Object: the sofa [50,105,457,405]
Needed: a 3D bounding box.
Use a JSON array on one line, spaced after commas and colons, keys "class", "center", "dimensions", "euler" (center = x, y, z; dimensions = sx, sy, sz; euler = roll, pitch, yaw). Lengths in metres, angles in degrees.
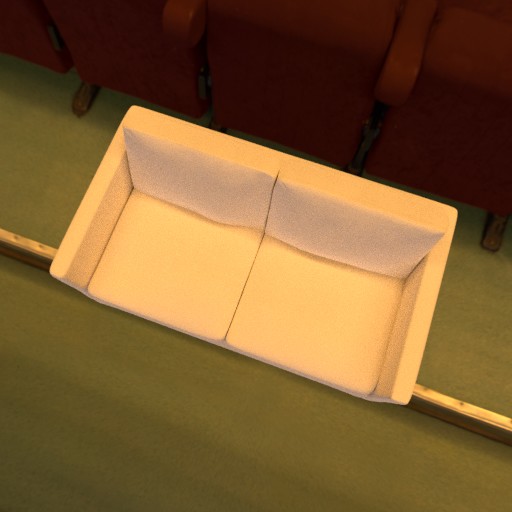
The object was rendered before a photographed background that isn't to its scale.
[{"class": "sofa", "center": [0.000, 0.000, 2.259], "dimensions": [1.702, 0.888, 0.964], "euler": [19, 75, 5]}]
